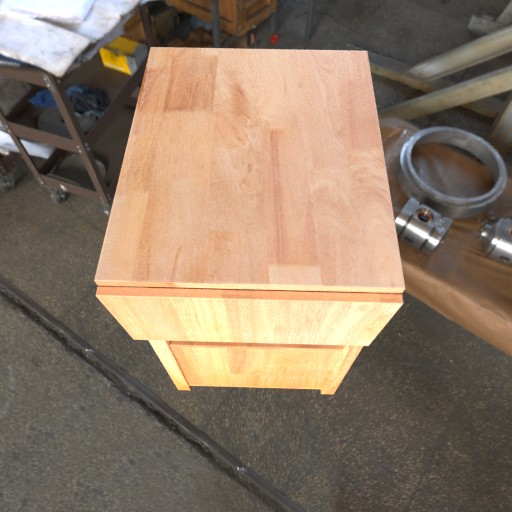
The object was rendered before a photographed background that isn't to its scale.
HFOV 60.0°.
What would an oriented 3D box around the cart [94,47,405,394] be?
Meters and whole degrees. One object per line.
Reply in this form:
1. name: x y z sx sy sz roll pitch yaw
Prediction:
1. cart: 0.000 0.000 1.222 0.508 0.838 0.640 1 59 1
